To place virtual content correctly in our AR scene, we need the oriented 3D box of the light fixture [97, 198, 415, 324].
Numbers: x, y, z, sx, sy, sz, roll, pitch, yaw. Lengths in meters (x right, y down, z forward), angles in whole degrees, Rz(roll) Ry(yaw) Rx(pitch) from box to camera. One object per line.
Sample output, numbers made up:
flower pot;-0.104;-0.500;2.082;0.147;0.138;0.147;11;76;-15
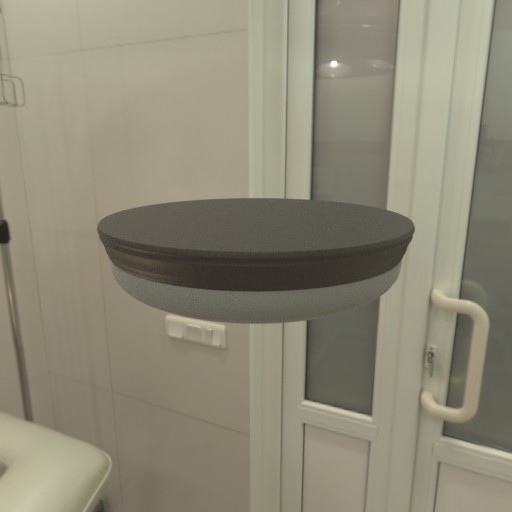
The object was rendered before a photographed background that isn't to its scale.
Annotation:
light fixture;0.000;0.000;0.554;0.368;0.100;0.368;0;14;0
